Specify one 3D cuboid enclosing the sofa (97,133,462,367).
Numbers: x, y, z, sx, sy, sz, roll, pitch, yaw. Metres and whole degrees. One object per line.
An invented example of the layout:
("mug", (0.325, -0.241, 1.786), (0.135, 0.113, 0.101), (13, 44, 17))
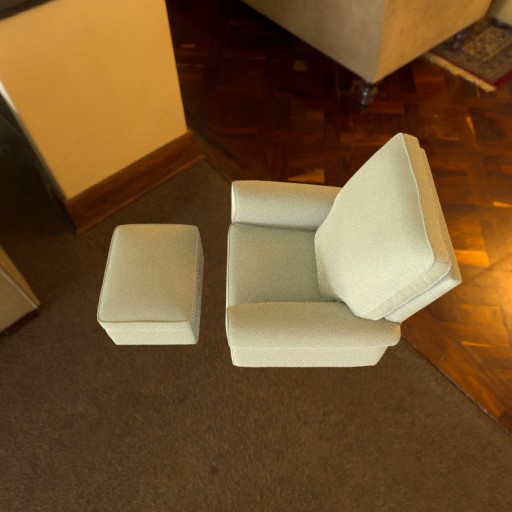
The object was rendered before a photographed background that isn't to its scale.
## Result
("sofa", (0.000, 0.000, 2.057), (1.478, 0.959, 0.880), (0, 58, 0))
